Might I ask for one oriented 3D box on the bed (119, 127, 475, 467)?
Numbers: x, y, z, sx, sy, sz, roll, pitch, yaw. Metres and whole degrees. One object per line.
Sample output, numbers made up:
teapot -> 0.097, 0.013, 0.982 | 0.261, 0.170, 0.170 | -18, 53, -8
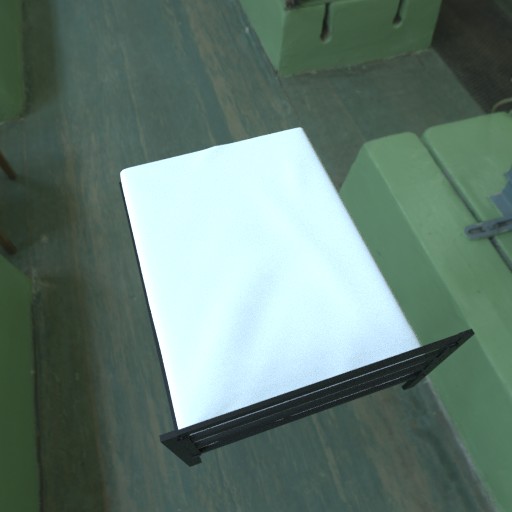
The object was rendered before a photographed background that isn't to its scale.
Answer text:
bed -> 0.000, 0.000, 2.901 | 1.524, 0.967, 2.062 | -16, 60, -9
